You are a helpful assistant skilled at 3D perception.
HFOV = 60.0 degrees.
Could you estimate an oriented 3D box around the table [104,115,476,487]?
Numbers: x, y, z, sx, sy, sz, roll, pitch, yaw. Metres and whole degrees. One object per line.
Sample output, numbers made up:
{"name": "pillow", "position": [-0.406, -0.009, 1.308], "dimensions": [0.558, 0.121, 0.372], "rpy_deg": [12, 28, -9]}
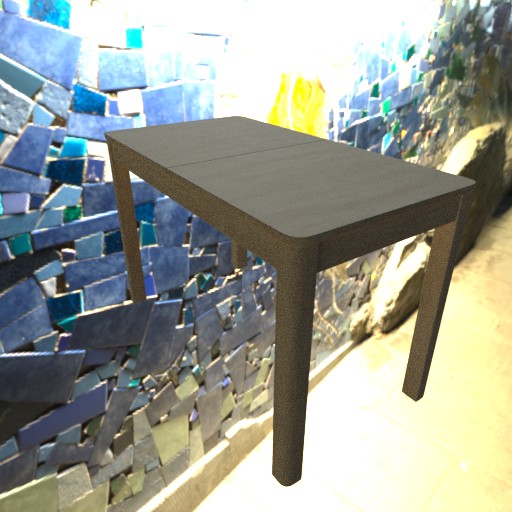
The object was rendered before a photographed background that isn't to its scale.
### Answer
{"name": "table", "position": [0.000, 0.000, 1.912], "dimensions": [0.750, 0.900, 1.400], "rpy_deg": [-18, 32, -30]}
